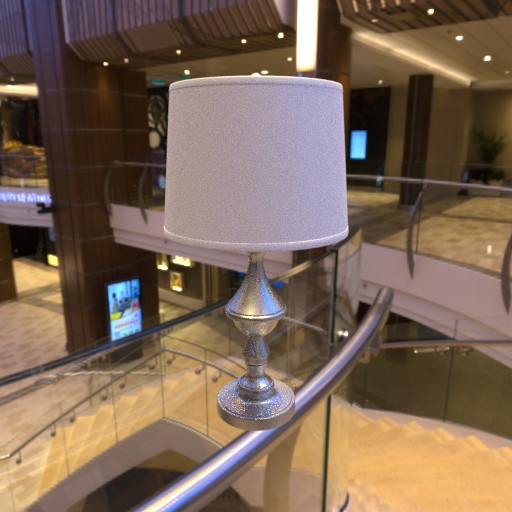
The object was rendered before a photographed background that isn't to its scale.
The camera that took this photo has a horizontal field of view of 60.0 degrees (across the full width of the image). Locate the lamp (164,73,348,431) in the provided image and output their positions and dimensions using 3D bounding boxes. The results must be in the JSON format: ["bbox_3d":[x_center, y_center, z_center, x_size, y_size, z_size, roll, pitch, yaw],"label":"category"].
[{"bbox_3d":[0.000,0.000,0.952,0.383,0.733,0.383,0,15,0],"label":"lamp"}]
